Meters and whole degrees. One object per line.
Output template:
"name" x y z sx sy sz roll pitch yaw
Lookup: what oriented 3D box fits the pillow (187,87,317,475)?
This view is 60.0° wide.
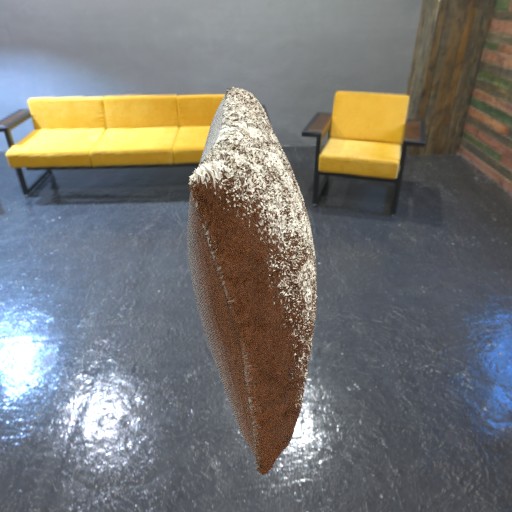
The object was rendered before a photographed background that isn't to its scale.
"pillow" 0.000 0.000 0.801 0.218 0.515 0.529 0 31 0
